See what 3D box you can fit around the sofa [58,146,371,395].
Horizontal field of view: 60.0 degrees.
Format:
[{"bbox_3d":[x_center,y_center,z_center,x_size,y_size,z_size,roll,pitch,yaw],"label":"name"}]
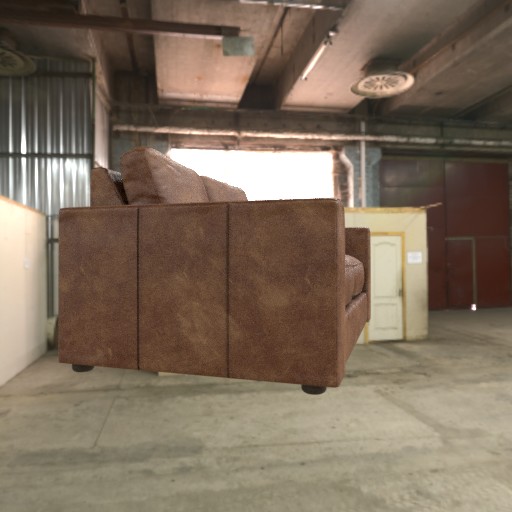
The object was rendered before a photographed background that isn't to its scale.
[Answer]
[{"bbox_3d":[0.000,0.000,2.253,1.041,0.889,1.626,0,0,18],"label":"sofa"}]
